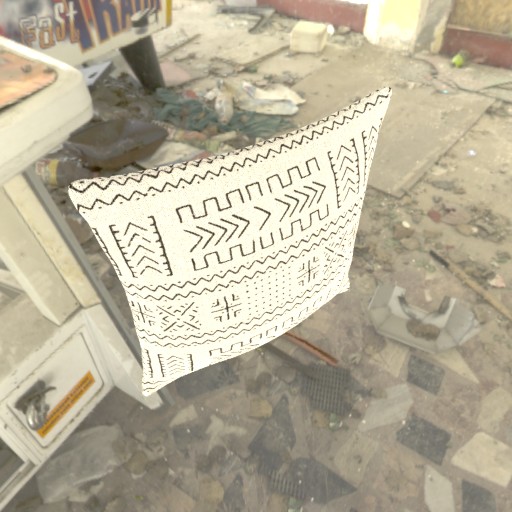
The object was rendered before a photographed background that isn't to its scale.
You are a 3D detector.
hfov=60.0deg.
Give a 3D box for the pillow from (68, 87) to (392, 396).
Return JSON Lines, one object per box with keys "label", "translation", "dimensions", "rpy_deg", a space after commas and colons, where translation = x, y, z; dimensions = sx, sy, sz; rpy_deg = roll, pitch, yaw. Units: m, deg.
{"label": "pillow", "translation": [0.000, 0.000, 0.663], "dimensions": [0.438, 0.430, 0.164], "rpy_deg": [-24, 50, -22]}
